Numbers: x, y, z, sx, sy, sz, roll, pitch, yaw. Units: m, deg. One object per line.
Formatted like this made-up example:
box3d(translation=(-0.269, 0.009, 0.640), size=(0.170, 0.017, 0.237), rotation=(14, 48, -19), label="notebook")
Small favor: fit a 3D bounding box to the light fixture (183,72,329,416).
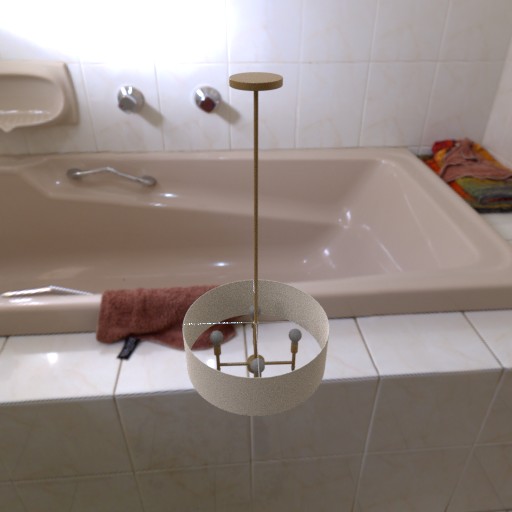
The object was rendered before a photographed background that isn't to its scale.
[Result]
box3d(translation=(0.000, 0.000, 1.401), size=(0.508, 1.067, 0.508), rotation=(0, 33, 0), label="light fixture")
